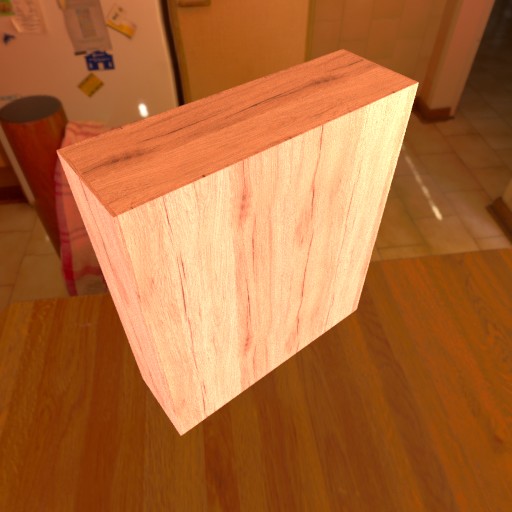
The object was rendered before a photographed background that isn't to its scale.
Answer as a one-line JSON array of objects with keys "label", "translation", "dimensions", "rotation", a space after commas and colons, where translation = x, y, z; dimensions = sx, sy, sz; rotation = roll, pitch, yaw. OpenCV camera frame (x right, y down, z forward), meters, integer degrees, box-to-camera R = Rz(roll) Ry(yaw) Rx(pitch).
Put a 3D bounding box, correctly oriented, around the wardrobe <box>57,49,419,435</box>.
[{"label": "wardrobe", "translation": [0.000, 0.000, 2.949], "dimensions": [1.810, 2.070, 0.580], "rotation": [-30, 53, -25]}]
